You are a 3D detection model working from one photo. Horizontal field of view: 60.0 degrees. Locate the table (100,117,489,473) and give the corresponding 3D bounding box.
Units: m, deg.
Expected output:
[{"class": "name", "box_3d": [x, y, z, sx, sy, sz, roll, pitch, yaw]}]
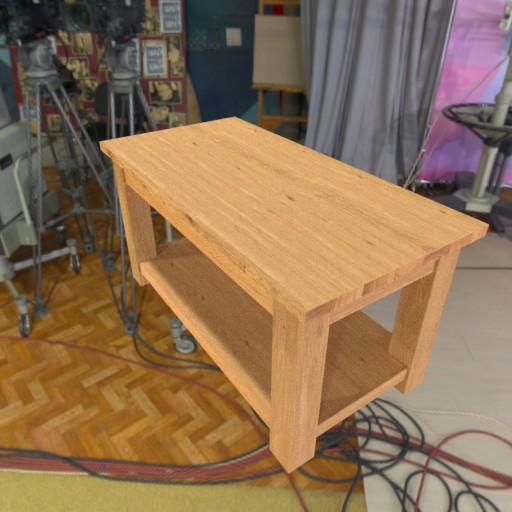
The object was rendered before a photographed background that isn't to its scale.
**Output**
[{"class": "table", "box_3d": [0.000, 0.000, 1.162, 0.450, 0.452, 0.899, -20, 38, -29]}]
